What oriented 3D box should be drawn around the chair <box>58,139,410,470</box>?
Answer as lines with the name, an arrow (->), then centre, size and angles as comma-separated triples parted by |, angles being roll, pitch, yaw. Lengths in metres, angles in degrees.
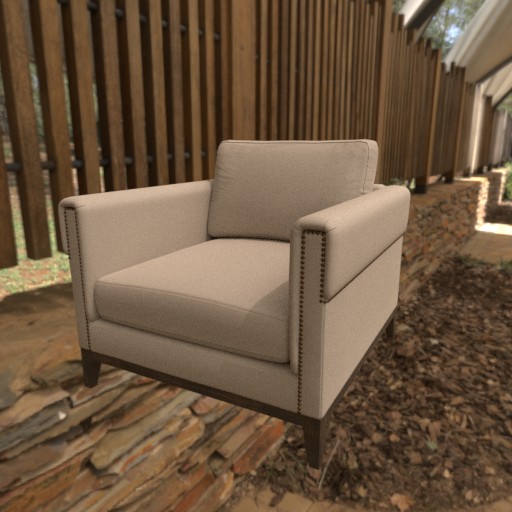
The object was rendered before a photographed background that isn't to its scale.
chair -> 0.000, 0.000, 1.640 | 0.914, 0.838, 0.959 | 8, 16, 27
